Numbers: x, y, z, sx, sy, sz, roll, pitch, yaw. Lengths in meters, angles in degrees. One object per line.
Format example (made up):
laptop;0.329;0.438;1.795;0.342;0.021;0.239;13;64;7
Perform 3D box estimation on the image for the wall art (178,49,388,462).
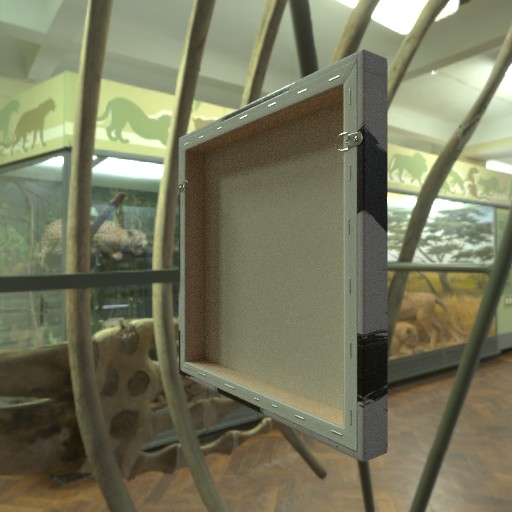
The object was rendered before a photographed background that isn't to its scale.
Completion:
wall art;0.000;0.000;0.757;0.050;0.508;0.507;0;0;-36
